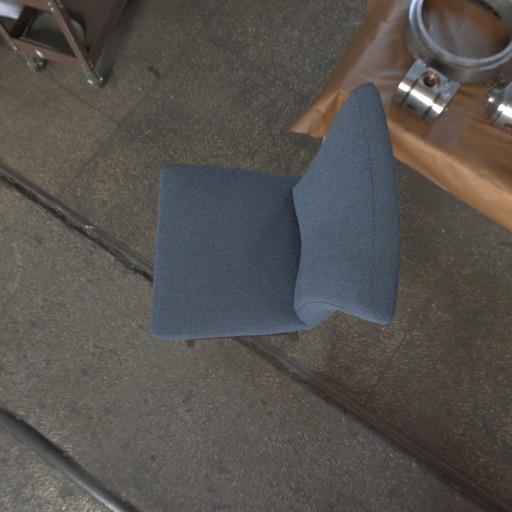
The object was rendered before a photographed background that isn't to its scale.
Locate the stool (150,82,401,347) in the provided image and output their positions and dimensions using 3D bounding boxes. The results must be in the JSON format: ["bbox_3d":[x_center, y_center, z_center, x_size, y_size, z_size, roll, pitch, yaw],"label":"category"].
[{"bbox_3d":[0.000,0.000,1.339,0.574,1.000,0.514,0,75,0],"label":"stool"}]
